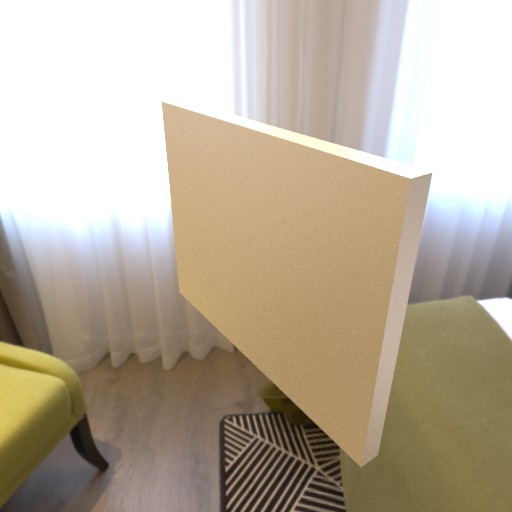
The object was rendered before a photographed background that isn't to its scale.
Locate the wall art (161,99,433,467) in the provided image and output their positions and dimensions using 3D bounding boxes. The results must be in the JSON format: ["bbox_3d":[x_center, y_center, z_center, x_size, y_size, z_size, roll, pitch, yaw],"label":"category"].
[{"bbox_3d":[0.000,0.000,1.390,0.066,0.801,1.056,-19,33,-31],"label":"wall art"}]
